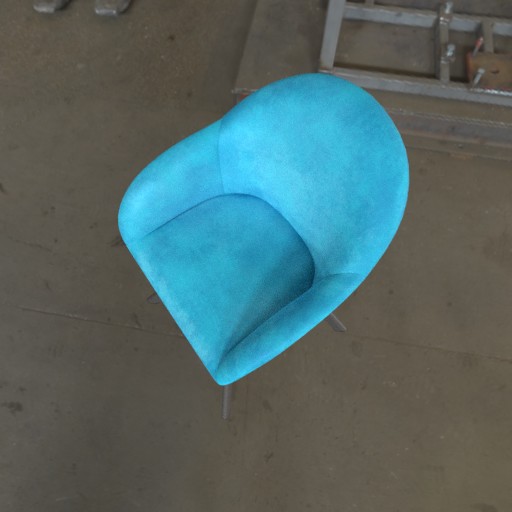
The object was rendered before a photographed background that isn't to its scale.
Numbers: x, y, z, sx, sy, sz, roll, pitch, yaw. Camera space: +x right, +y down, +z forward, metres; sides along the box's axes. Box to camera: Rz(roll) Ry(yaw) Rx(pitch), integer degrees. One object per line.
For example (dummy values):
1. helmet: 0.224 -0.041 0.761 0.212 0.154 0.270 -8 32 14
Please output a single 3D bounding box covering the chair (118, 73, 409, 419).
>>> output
1. chair: 0.000 0.000 1.172 0.590 0.795 0.550 -33 68 -15
